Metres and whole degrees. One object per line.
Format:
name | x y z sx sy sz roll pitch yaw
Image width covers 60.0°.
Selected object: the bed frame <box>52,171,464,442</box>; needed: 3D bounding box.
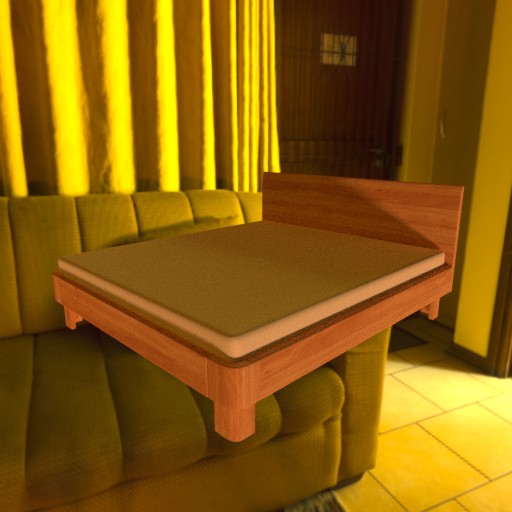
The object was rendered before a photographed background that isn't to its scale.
bed frame | 0.000 0.000 3.034 2.092 0.940 1.872 -14 21 -43
